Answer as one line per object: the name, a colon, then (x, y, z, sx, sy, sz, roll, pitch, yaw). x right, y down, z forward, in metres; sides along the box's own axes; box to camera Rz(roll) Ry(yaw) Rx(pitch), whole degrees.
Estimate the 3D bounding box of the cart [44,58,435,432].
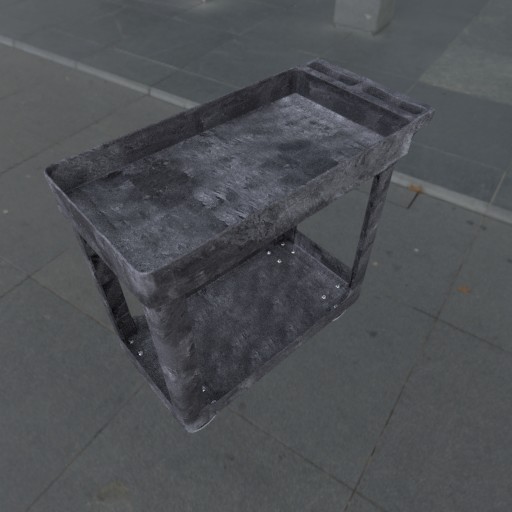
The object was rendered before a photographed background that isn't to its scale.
cart: (0.000, 0.000, 1.341, 0.877, 0.824, 0.420, -32, 54, -27)
